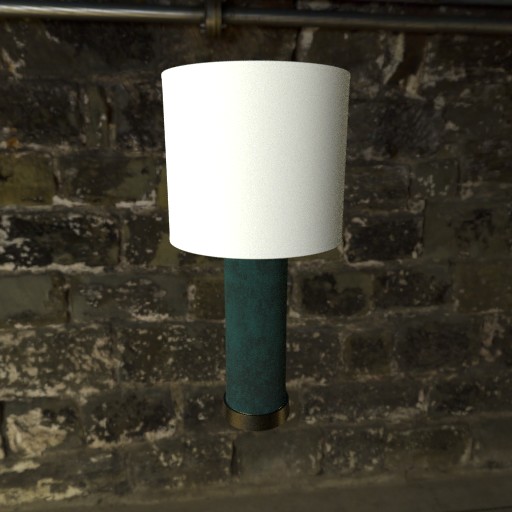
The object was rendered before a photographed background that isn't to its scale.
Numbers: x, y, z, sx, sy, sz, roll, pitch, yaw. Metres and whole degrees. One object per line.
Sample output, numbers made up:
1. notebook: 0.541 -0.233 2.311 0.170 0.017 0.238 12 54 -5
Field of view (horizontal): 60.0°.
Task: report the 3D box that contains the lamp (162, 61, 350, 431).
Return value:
1. lamp: 0.000 0.000 0.797 0.301 0.630 0.301 2 15 8
